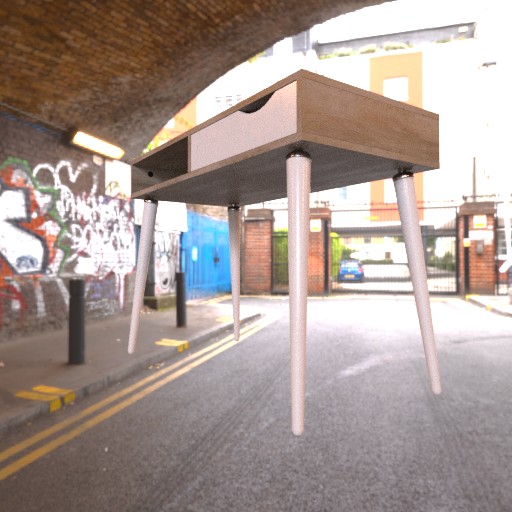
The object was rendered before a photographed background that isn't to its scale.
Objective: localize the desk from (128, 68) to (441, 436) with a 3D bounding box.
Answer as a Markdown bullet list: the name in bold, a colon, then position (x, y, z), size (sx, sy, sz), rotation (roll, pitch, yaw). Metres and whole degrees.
- **desk**: position (0.000, 0.000, 1.402), size (0.491, 0.723, 0.979), rotation (1, -1, -35)
